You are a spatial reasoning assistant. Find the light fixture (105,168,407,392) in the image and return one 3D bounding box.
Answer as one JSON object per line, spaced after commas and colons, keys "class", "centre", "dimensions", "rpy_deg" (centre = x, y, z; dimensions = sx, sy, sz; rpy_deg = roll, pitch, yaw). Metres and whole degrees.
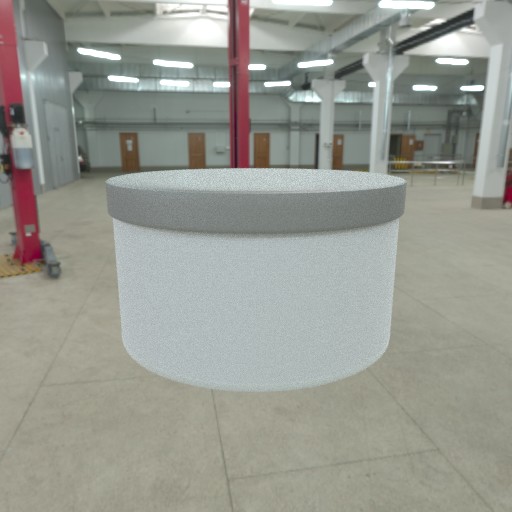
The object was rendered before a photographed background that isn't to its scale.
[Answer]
{"class": "light fixture", "centre": [0.000, 0.000, 0.636], "dimensions": [0.393, 0.229, 0.393], "rpy_deg": [0, 14, 0]}
